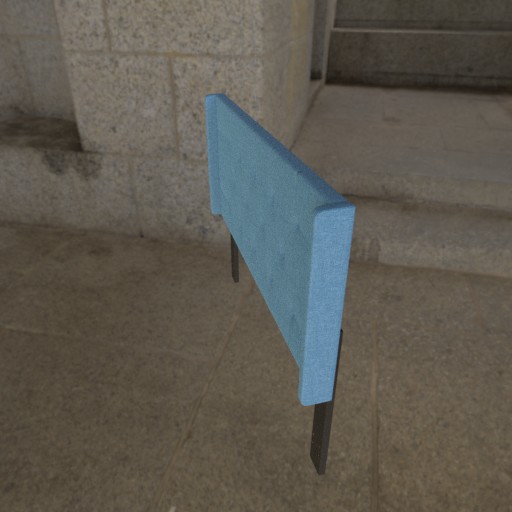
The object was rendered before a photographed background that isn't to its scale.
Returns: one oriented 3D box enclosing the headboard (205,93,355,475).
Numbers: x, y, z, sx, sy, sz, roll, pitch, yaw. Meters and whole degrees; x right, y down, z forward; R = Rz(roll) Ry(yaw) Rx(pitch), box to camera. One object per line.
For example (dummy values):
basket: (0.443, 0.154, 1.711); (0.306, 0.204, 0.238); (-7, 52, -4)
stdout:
headboard: (0.000, 0.000, 2.686); (0.184, 1.524, 2.051); (-8, 31, -14)
